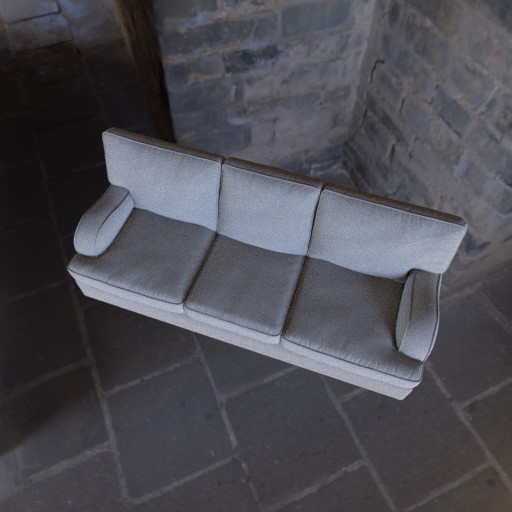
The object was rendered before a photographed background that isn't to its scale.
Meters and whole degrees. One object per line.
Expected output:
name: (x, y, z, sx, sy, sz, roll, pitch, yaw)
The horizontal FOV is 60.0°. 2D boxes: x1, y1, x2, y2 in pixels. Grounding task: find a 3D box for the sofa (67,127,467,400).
sofa: (0.000, 0.000, 2.909, 2.323, 0.997, 1.016, 16, 58, 10)
